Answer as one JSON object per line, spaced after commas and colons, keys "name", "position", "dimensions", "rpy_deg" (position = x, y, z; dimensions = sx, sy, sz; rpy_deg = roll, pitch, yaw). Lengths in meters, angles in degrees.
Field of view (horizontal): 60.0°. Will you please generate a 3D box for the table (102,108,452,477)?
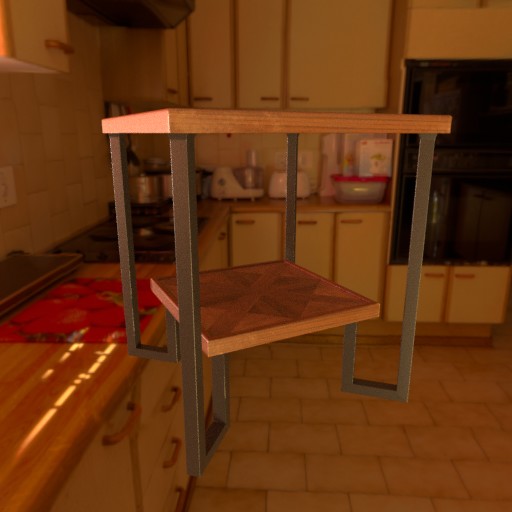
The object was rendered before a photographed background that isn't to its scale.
{"name": "table", "position": [0.000, 0.000, 0.943], "dimensions": [0.503, 0.563, 0.503], "rpy_deg": [-8, 17, -26]}
